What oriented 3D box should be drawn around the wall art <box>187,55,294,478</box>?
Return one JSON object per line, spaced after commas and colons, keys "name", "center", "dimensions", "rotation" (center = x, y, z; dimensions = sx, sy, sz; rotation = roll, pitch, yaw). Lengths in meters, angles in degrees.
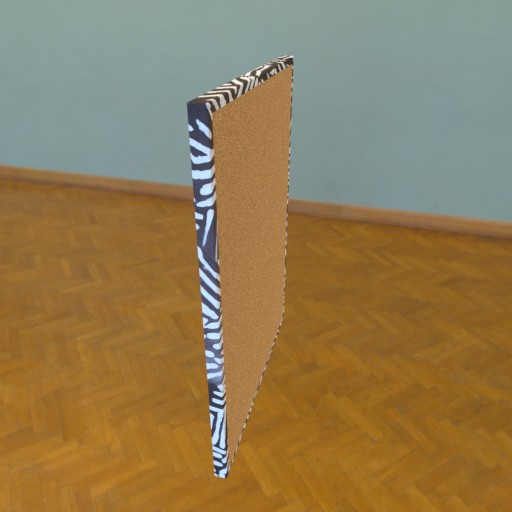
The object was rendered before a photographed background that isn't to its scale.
{"name": "wall art", "center": [0.000, 0.000, 1.316], "dimensions": [0.038, 1.017, 0.765], "rotation": [8, 31, 13]}
